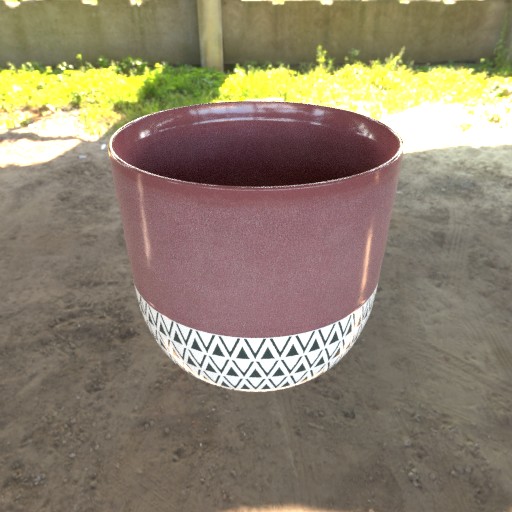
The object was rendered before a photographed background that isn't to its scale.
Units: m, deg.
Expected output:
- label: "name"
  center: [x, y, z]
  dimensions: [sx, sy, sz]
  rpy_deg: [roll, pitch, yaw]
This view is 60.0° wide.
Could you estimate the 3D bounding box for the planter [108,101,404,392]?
- label: "planter"
  center: [0.000, 0.000, 0.483]
  dimensions: [0.266, 0.270, 0.266]
  rpy_deg: [0, 32, 0]
